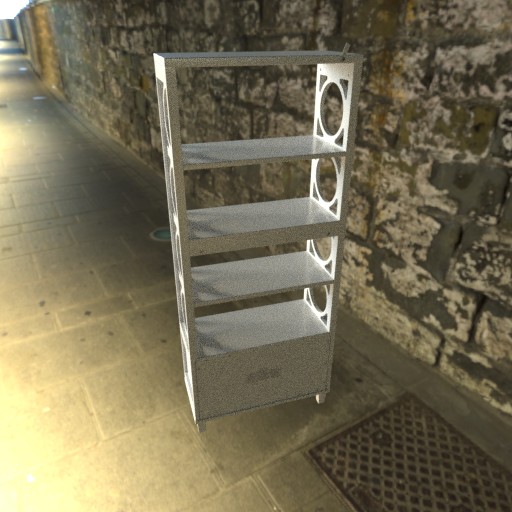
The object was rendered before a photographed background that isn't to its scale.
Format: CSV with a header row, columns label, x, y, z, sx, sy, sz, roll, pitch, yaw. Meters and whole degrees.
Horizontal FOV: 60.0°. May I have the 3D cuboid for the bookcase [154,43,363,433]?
label,x,y,z,sx,sy,sz,roll,pitch,yaw
bookcase,0.000,0.000,2.151,0.761,1.869,0.361,-8,28,-16
